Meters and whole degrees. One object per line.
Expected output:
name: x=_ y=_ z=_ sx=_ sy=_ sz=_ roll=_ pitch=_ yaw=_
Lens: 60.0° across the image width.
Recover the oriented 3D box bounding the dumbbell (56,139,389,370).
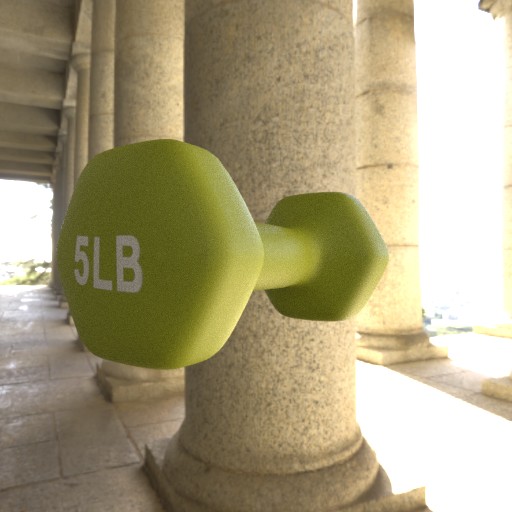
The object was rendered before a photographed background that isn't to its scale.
dumbbell: x=0.000 y=0.000 z=0.201 sx=0.080 sy=0.072 sz=0.164 roll=0 pitch=-1 yaw=35
